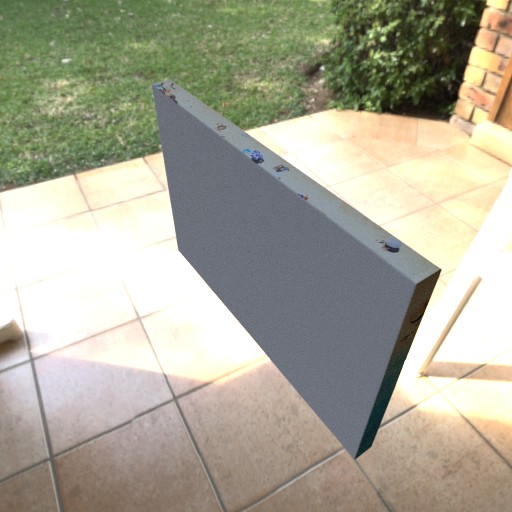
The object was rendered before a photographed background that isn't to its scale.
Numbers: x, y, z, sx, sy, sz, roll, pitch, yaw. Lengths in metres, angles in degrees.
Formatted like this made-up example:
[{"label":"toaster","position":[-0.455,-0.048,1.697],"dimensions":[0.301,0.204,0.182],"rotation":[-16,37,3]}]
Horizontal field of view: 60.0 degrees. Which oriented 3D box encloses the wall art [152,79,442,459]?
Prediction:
[{"label":"wall art","position":[0.000,0.000,1.119],"dimensions":[0.057,0.595,0.894],"rotation":[-25,48,-25]}]
